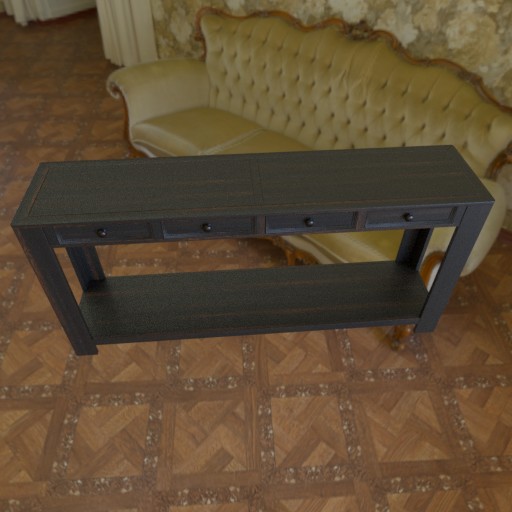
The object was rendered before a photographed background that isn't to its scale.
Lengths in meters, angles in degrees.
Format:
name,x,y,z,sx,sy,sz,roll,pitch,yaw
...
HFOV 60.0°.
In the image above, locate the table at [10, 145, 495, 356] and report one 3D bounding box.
name,x,y,z,sx,sy,sz,roll,pitch,yaw
table,0.000,0.000,1.877,1.631,0.762,0.384,-3,44,-3
